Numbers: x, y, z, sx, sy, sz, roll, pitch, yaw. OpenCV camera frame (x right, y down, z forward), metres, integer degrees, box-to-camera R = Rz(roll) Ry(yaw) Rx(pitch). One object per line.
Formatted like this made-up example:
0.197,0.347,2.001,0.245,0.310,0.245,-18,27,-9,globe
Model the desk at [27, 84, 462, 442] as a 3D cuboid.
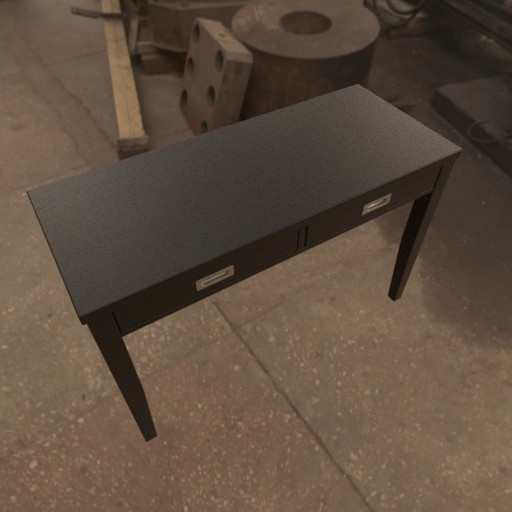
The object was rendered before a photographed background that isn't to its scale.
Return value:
0.000,0.000,1.612,1.220,0.775,0.508,-24,52,-21,desk
